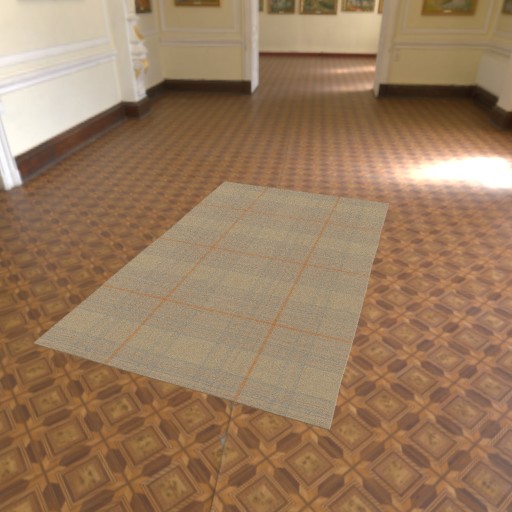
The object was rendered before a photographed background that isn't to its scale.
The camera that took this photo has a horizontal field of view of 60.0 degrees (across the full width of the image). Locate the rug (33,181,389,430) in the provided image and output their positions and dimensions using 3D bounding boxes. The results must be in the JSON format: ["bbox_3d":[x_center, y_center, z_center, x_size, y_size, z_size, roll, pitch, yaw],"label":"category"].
[{"bbox_3d":[0.000,0.000,3.019,1.527,0.016,2.442,10,32,17],"label":"rug"}]
